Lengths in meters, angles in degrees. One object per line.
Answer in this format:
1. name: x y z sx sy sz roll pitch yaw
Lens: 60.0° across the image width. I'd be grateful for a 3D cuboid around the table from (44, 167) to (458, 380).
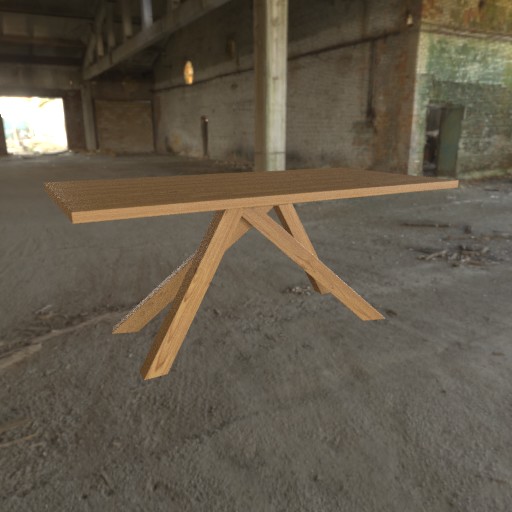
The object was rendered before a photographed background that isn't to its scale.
1. table: 0.000 0.000 2.250 1.797 0.750 0.901 -9 18 -28
